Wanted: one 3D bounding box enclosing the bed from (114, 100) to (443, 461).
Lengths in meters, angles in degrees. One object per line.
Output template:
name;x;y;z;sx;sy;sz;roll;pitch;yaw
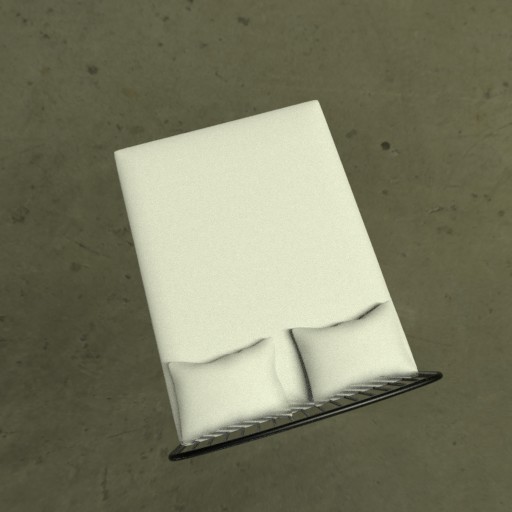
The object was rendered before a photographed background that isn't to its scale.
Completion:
bed;0.000;0.000;3.093;1.618;1.166;2.159;-16;76;-4
